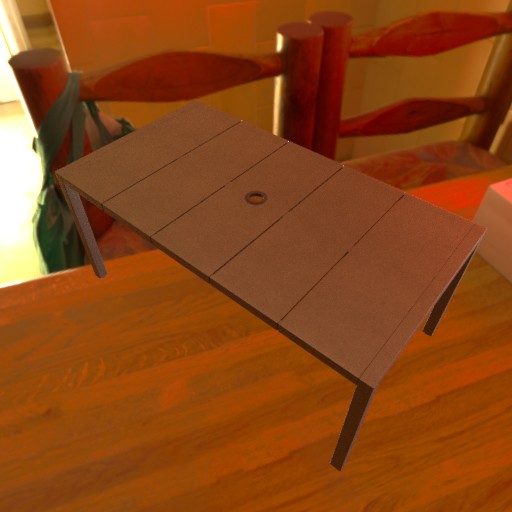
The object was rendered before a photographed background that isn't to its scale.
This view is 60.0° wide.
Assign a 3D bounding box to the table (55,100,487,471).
[{"bbox_3d":[0.000,0.000,2.187,1.680,0.735,0.914,31,54,26],"label":"table"}]
